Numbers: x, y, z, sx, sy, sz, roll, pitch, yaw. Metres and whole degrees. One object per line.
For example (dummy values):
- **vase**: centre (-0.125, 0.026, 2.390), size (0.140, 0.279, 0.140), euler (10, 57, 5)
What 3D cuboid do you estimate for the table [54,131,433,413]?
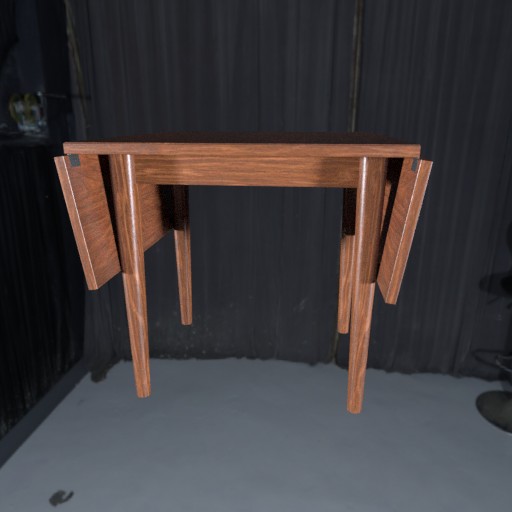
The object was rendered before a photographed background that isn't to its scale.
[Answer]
- **table**: centre (0.000, 0.000, 1.459), size (0.843, 0.763, 0.812), euler (2, 18, 7)
